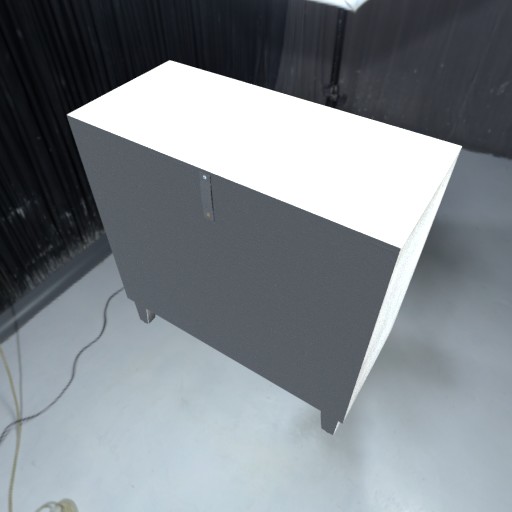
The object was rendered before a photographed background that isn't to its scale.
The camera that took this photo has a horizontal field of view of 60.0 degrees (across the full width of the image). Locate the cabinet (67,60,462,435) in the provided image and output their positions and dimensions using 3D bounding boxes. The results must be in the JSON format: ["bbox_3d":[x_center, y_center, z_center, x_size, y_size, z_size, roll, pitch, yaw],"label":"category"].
[{"bbox_3d":[0.000,0.000,1.237,0.781,0.787,0.370,25,51,22],"label":"cabinet"}]
